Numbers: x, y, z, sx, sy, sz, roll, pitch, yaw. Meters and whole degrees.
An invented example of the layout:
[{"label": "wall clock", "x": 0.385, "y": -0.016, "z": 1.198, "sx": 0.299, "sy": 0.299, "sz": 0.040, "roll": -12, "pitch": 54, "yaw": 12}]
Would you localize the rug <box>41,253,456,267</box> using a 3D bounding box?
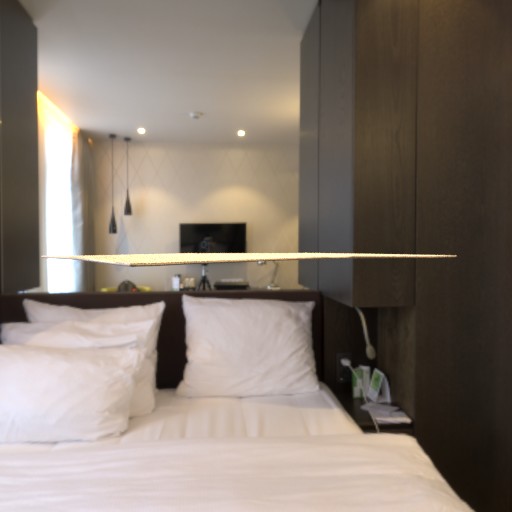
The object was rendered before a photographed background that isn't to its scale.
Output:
[{"label": "rug", "x": 0.000, "y": 0.000, "z": 2.241, "sx": 1.773, "sy": 0.021, "sz": 1.149, "roll": -1, "pitch": 2, "yaw": -37}]
